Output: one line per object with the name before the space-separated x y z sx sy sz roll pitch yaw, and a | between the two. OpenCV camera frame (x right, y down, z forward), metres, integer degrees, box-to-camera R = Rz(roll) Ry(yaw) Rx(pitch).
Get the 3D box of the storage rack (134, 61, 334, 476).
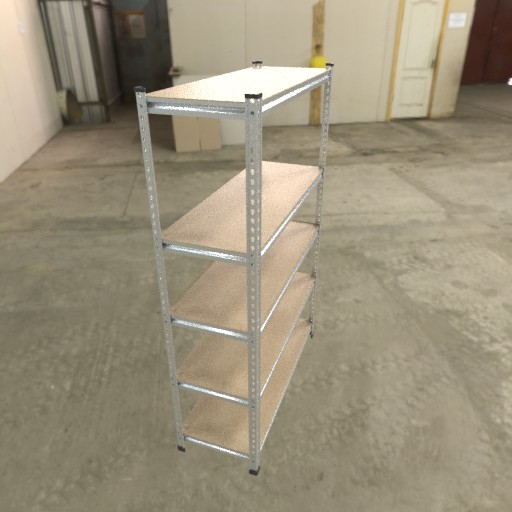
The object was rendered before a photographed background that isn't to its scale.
storage rack | 0.000 0.000 2.382 0.457 1.829 1.219 10 29 18
